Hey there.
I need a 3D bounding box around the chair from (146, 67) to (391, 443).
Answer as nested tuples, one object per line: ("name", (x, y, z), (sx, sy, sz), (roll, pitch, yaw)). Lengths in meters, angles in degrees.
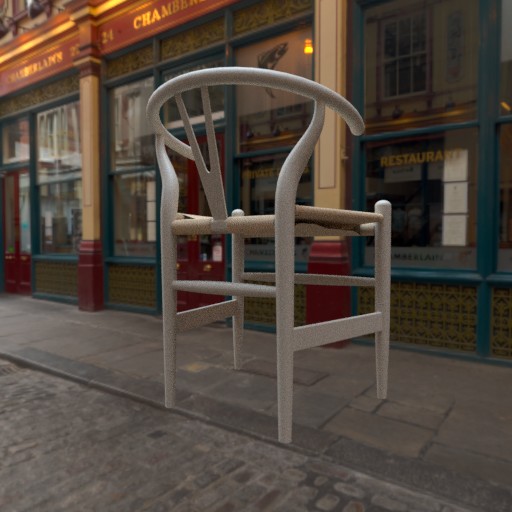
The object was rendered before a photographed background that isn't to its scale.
("chair", (0.000, 0.000, 1.086), (0.533, 0.736, 0.500), (1, 1, 35))
